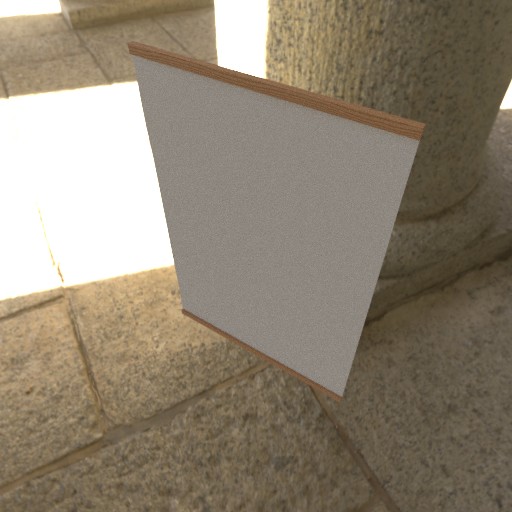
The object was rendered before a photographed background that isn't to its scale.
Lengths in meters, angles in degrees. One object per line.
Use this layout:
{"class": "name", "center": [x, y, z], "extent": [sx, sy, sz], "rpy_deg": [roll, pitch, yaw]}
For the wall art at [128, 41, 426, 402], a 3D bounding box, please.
{"class": "wall art", "center": [0.000, 0.000, 1.860], "extent": [1.011, 1.521, 0.025], "rpy_deg": [25, 51, 22]}
